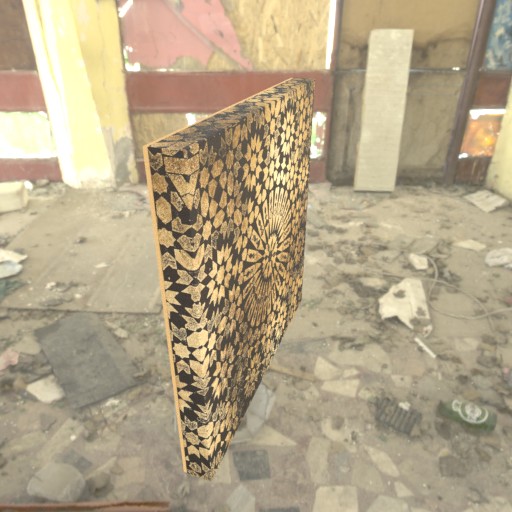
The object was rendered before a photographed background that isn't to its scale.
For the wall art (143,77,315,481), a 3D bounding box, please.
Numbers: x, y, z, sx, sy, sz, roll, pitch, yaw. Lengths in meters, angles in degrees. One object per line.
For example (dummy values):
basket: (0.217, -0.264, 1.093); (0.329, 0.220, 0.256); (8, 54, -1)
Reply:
wall art: (0.000, 0.000, 0.606); (0.038, 0.405, 0.405); (11, 31, 18)
